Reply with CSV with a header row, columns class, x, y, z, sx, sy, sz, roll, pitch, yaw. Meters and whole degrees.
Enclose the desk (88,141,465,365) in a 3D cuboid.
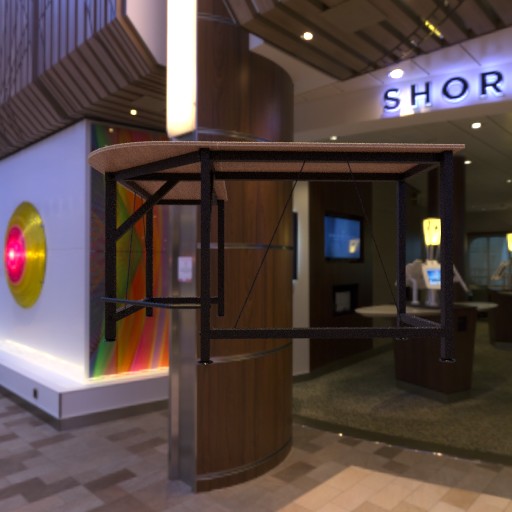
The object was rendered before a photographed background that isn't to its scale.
class,x,y,z,sx,sy,sz,roll,pitch,yaw
desk,0.000,0.000,2.211,1.400,0.762,1.400,0,-1,-2
